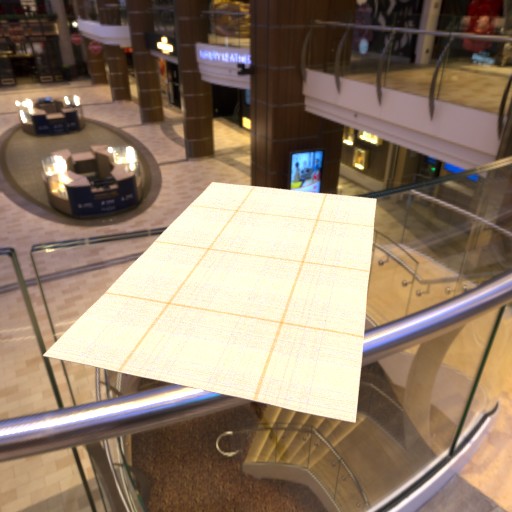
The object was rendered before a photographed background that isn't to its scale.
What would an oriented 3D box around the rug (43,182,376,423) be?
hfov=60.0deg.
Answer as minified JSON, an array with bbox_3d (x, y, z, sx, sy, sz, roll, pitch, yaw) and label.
[{"bbox_3d":[0.000,0.000,3.037,1.527,0.016,2.442,8,31,13],"label":"rug"}]
